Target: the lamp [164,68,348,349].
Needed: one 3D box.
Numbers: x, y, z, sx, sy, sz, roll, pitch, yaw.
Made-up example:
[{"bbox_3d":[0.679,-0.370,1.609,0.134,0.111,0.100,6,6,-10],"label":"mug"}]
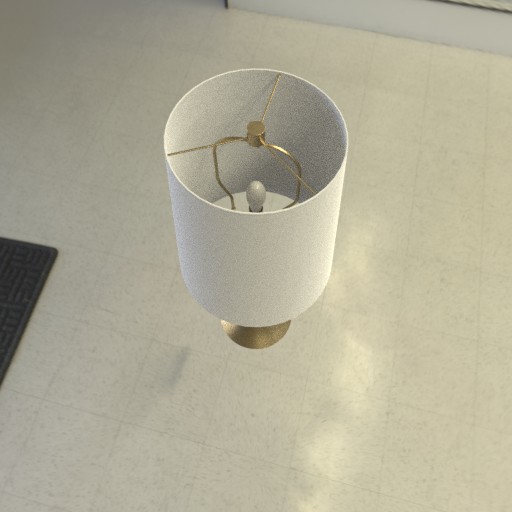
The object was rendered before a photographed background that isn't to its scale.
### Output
[{"bbox_3d":[0.000,0.000,0.681,0.231,0.569,0.231,0,64,0],"label":"lamp"}]
